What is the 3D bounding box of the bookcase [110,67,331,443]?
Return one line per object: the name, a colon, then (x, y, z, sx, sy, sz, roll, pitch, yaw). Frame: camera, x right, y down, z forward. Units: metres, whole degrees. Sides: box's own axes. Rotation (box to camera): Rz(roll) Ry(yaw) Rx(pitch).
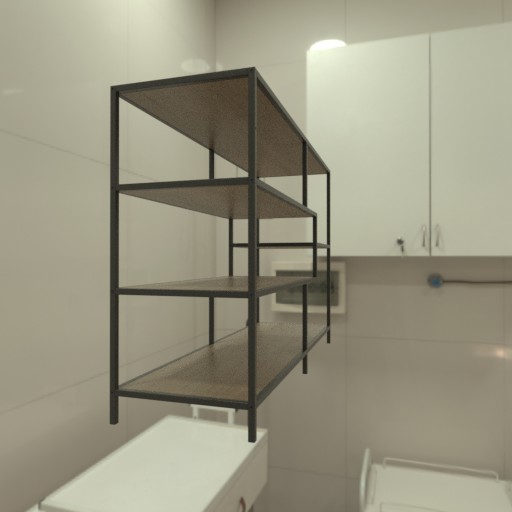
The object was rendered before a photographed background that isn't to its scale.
bookcase: (0.000, 0.000, 1.512, 0.350, 0.780, 1.140, 0, 0, 17)
